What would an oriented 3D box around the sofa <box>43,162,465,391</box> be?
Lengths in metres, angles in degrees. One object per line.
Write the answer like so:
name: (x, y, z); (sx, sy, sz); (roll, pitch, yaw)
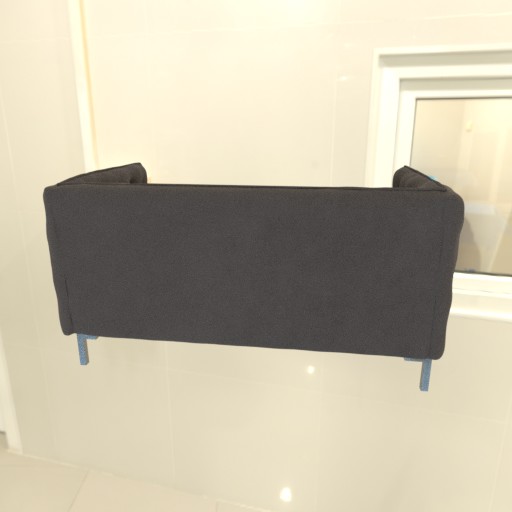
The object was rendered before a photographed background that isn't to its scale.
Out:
sofa: (0.000, 0.000, 2.120); (1.583, 0.810, 0.909); (2, 17, 8)
